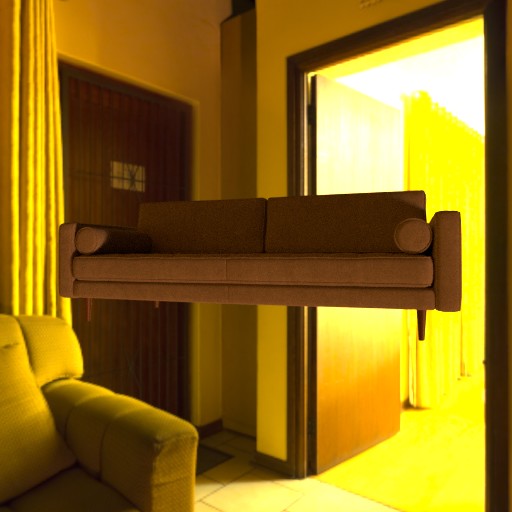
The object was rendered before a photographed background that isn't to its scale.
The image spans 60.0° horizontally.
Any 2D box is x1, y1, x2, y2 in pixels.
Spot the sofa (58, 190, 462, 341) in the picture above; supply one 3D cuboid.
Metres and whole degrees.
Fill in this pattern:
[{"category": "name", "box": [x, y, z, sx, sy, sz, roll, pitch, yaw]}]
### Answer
[{"category": "sofa", "box": [0.000, 0.000, 2.666, 2.200, 0.770, 0.919, 0, 0, 19]}]
